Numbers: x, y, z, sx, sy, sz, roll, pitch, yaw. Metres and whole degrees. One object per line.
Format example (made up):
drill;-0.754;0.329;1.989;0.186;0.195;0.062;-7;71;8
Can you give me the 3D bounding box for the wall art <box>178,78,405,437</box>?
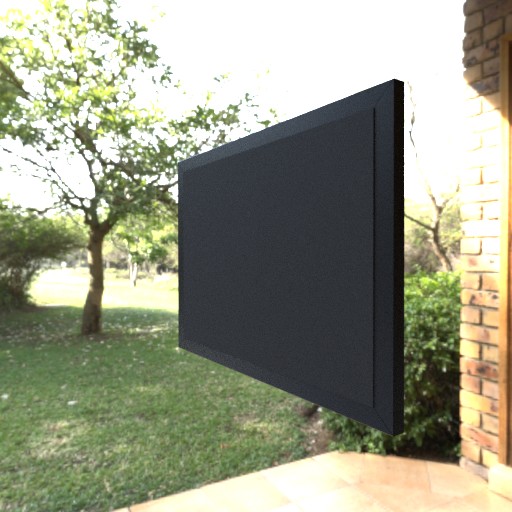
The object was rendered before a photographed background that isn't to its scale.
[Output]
wall art;0.000;0.000;0.559;0.016;0.306;0.432;0;1;-35
